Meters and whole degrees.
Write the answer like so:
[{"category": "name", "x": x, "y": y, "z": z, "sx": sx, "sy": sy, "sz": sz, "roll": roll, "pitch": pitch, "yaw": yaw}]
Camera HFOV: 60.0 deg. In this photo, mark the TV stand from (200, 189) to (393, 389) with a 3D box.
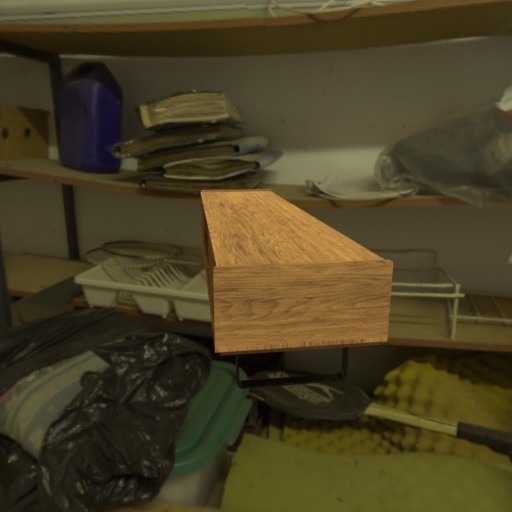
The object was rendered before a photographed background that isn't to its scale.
[{"category": "TV stand", "x": 0.000, "y": 0.000, "z": 2.006, "sx": 0.467, "sy": 0.415, "sz": 1.796, "roll": -2, "pitch": 14, "yaw": -8}]
